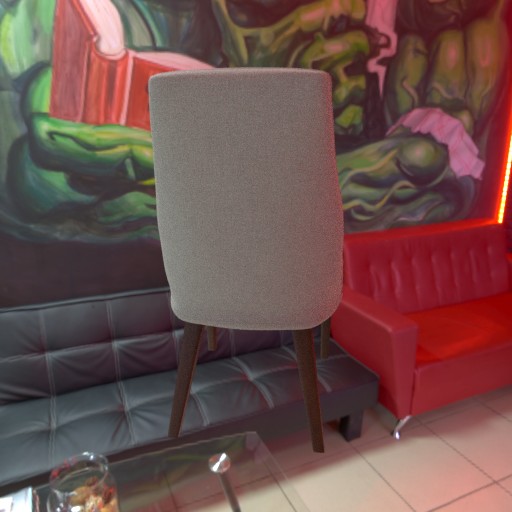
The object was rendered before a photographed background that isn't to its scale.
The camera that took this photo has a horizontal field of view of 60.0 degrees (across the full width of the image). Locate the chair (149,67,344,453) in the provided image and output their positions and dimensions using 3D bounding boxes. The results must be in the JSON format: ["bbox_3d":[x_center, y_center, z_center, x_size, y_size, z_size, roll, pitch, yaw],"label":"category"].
[{"bbox_3d":[0.000,0.000,1.265,0.500,0.930,0.620,2,16,8],"label":"chair"}]
